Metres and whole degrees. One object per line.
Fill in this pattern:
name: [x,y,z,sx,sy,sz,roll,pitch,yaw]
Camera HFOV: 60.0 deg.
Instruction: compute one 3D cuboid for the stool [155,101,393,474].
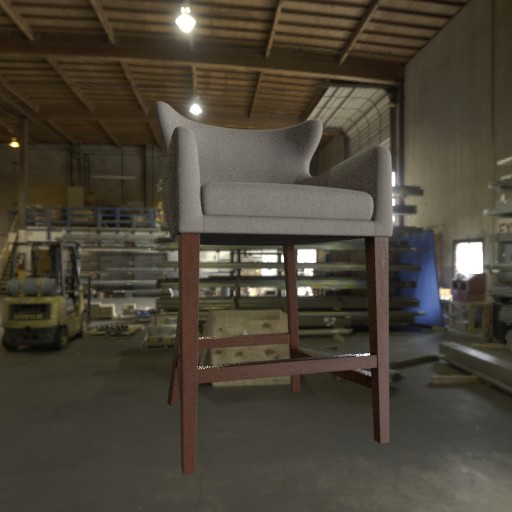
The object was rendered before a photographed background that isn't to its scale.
stool: [0.000,0.000,1.313,0.575,0.951,0.575,0,-1,-19]
